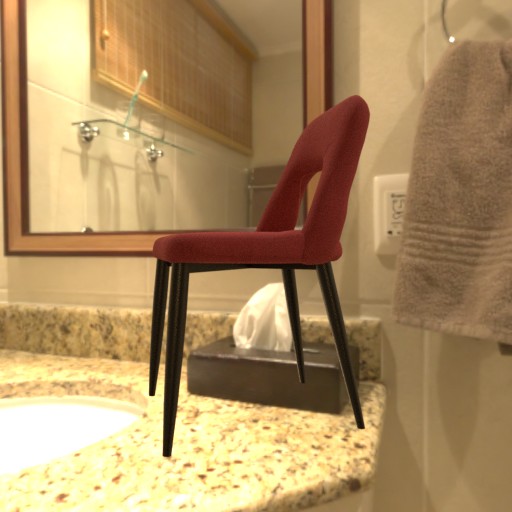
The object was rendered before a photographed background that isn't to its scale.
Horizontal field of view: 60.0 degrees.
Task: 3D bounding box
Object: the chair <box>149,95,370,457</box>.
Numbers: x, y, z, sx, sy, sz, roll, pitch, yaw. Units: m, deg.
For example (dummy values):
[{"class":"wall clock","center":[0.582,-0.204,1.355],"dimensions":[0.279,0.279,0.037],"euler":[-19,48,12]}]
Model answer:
[{"class":"chair","center":[0.000,0.000,1.255],"dimensions":[0.569,0.892,0.483],"euler":[0,1,-18]}]
